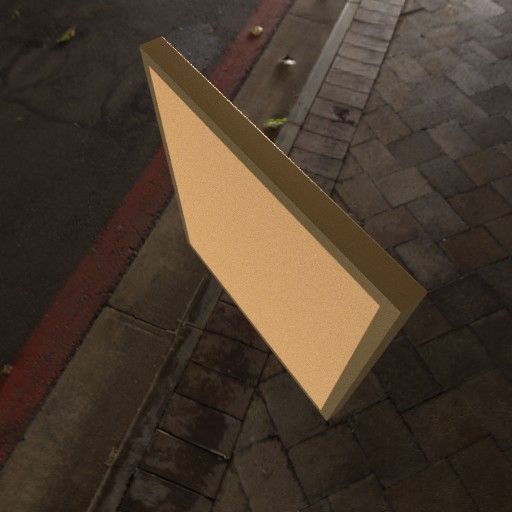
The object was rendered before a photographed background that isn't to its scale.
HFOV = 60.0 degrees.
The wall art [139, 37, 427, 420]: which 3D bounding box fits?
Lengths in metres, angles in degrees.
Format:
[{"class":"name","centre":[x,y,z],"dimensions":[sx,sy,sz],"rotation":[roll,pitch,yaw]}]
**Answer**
[{"class":"wall art","centre":[0.000,0.000,0.447],"dimensions":[0.023,0.305,0.305],"rotation":[-32,64,-18]}]
